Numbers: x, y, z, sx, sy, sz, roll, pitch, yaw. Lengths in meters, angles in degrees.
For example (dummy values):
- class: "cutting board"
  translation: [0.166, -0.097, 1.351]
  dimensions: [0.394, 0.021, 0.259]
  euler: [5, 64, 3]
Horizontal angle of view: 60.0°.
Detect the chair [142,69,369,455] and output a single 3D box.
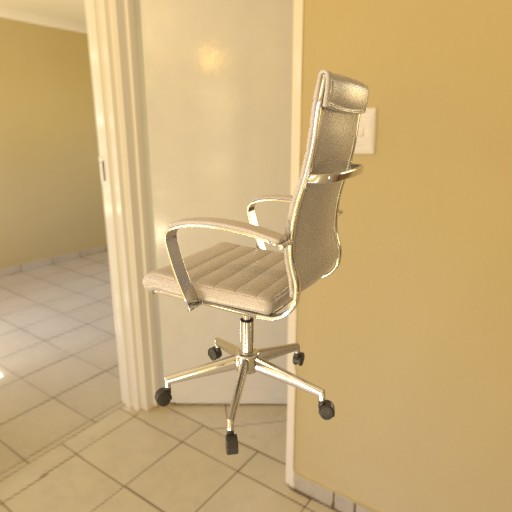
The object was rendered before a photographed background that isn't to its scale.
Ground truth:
- class: "chair"
  translation: [0.000, 0.000, 1.569]
  dimensions: [0.667, 1.149, 0.679]
  euler: [8, 18, 25]
